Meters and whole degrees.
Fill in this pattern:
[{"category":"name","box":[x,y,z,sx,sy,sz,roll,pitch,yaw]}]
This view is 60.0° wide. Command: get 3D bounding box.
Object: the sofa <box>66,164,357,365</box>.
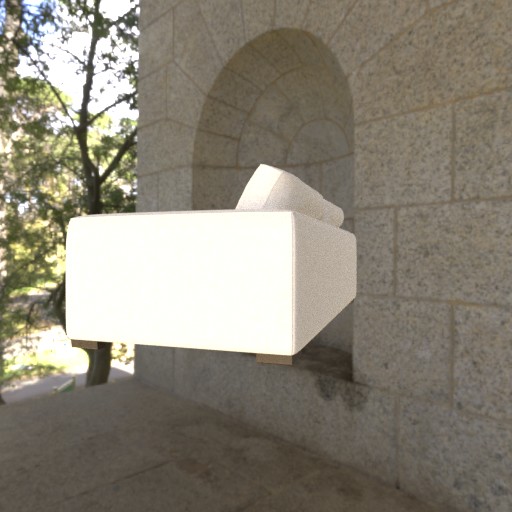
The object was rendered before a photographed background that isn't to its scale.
[{"category":"sofa","box":[0.000,0.000,2.837,1.070,0.801,2.262,0,1,18]}]
